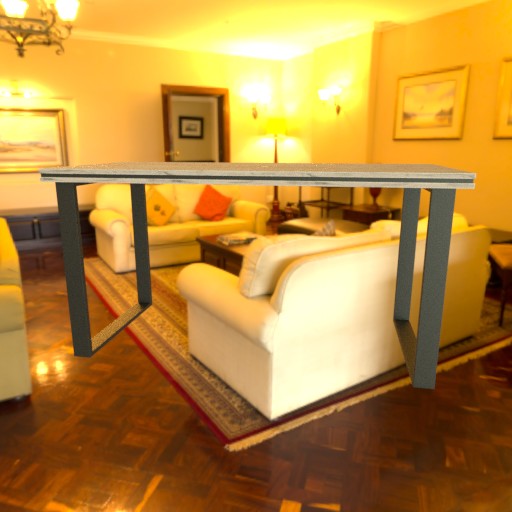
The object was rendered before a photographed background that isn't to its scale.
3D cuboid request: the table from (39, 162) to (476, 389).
[{"bbox_3d":[0.000,0.000,2.260,1.778,0.899,0.795,3,14,10],"label":"table"}]
